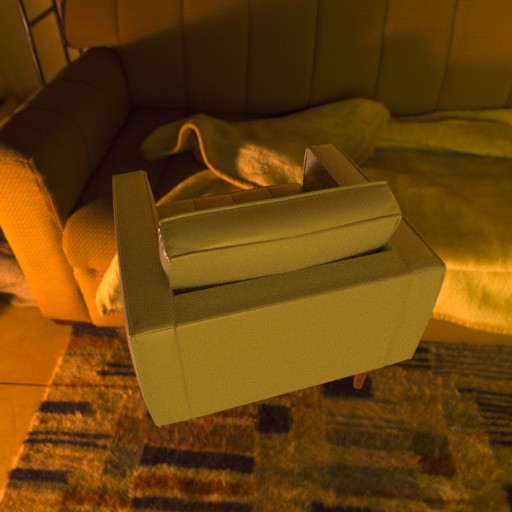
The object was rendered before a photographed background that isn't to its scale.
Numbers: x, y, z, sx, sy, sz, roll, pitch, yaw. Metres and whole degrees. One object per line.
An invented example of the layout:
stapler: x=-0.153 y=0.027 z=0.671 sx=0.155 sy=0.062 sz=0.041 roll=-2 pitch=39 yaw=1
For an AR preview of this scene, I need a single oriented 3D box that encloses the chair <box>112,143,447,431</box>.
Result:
chair: x=0.000 y=0.000 z=1.570 sx=0.928 sy=0.773 sz=0.843 roll=-11 pitch=42 yaw=-12
